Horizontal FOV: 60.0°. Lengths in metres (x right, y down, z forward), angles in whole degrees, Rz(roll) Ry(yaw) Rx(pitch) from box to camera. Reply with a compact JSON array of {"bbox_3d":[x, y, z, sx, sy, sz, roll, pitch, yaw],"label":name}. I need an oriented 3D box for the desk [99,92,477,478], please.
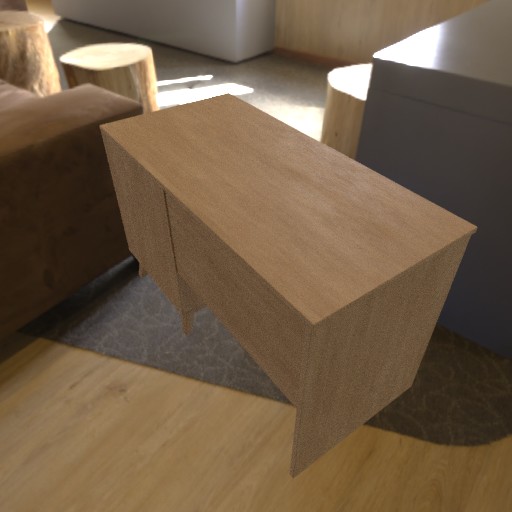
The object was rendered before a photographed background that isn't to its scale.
[{"bbox_3d":[0.000,0.000,1.719,0.600,0.770,1.251,-25,46,-27],"label":"desk"}]
